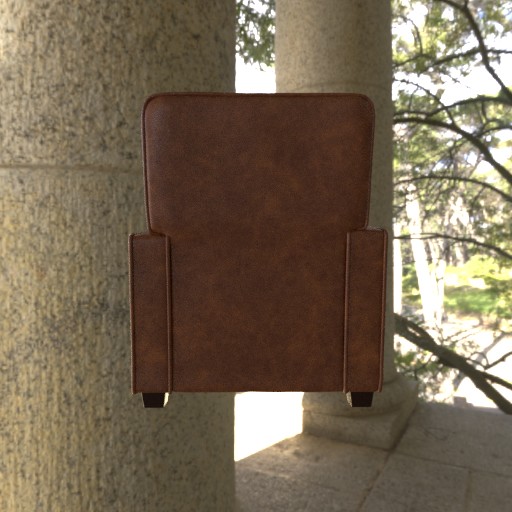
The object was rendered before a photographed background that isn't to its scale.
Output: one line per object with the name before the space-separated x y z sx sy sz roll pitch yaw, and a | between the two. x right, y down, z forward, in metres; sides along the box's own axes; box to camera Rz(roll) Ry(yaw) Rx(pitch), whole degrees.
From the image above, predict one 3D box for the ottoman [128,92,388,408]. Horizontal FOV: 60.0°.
ottoman | 0.000 0.000 1.839 0.732 0.904 1.314 0 0 -1
